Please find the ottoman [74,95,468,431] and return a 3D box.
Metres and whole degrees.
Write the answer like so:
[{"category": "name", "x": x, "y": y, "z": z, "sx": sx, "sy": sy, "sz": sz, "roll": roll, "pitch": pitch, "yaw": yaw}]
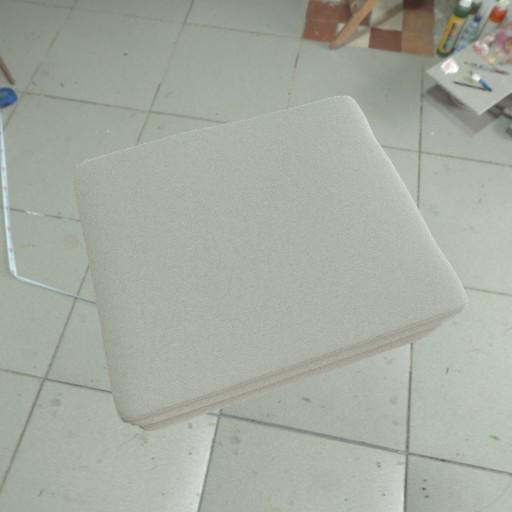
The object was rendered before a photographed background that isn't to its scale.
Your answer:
[{"category": "ottoman", "x": 0.000, "y": 0.000, "z": 1.466, "sx": 0.976, "sy": 0.492, "sz": 0.836, "roll": -17, "pitch": 65, "yaw": -8}]
